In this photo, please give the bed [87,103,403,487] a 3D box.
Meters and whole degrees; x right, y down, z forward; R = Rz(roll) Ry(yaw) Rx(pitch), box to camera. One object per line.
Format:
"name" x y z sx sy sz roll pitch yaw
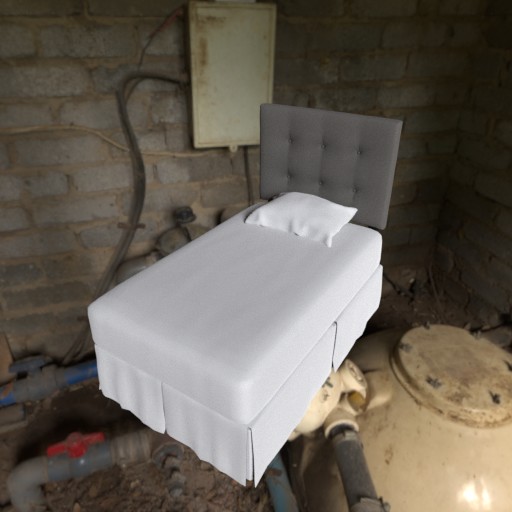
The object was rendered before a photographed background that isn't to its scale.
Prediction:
"bed" 0.000 0.000 2.985 1.261 1.571 1.997 18 34 29
